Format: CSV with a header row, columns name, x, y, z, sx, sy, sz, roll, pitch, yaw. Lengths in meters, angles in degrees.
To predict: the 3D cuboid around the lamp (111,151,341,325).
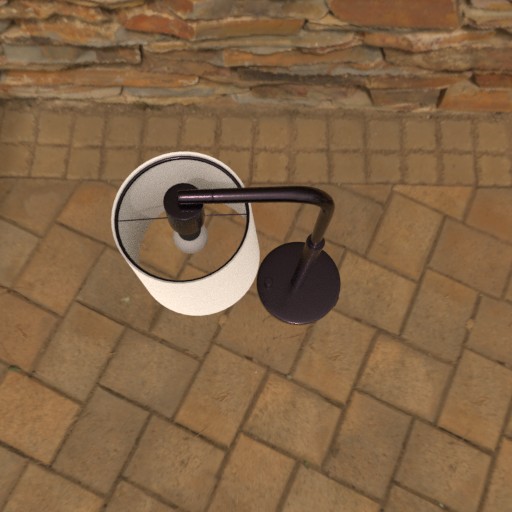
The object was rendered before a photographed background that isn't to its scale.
name,x,y,z,sx,sy,sz,roll,pitch,yaw
lamp,0.000,0.000,0.652,0.333,0.489,0.171,-3,75,-1
